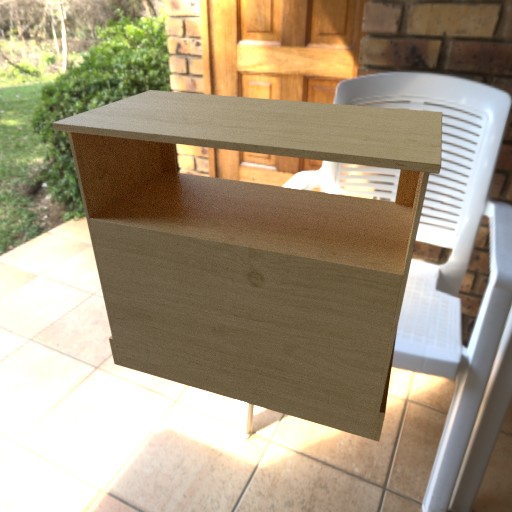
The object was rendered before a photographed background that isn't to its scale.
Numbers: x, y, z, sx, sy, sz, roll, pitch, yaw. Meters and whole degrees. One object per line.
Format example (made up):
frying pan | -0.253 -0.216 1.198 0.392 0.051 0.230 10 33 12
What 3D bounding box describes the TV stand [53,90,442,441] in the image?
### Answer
TV stand | 0.000 0.000 1.279 0.851 0.787 0.430 11 32 17
